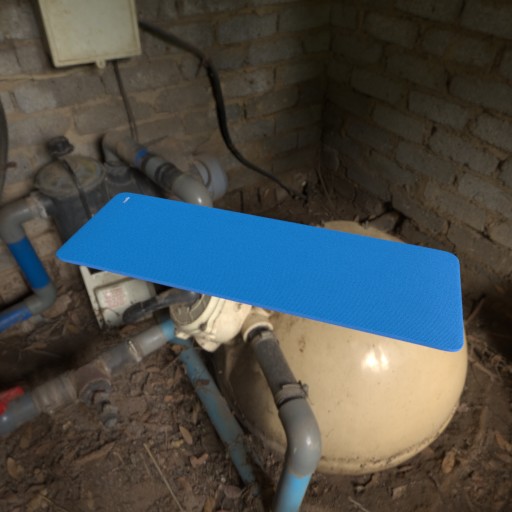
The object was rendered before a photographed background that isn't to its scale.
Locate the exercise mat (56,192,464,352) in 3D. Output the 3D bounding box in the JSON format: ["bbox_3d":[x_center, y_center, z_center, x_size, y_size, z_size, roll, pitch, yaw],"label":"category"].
[{"bbox_3d":[0.000,0.000,2.134,1.869,0.021,0.616,12,42,13],"label":"exercise mat"}]
